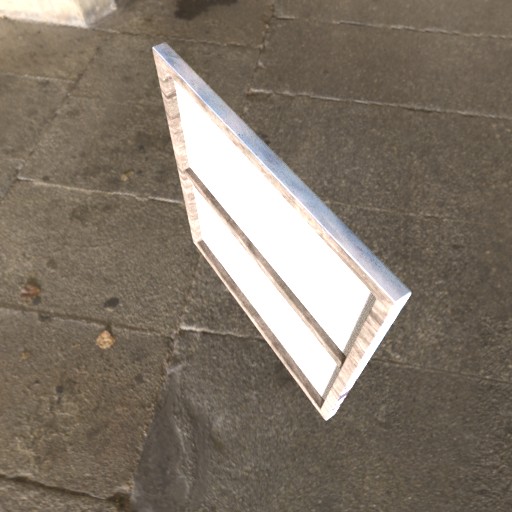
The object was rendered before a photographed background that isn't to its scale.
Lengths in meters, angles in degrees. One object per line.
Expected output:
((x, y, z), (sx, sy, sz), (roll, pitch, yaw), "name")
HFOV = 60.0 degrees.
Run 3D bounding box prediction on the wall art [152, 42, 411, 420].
((0.000, 0.000, 1.111), (0.035, 0.747, 0.747), (-30, 62, -18), "wall art")
